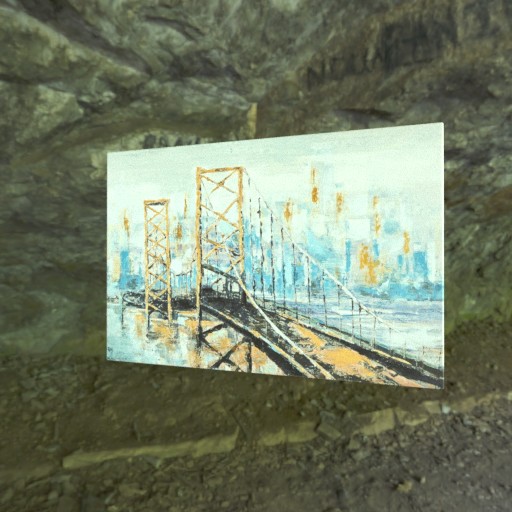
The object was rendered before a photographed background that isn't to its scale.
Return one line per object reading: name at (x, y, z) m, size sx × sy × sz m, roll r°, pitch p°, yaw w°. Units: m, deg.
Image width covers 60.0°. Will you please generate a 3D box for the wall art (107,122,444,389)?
wall art at (0.000, 0.000, 1.171) m, size 0.913 × 0.609 × 0.038 m, roll 0°, pitch 0°, yaw 19°
